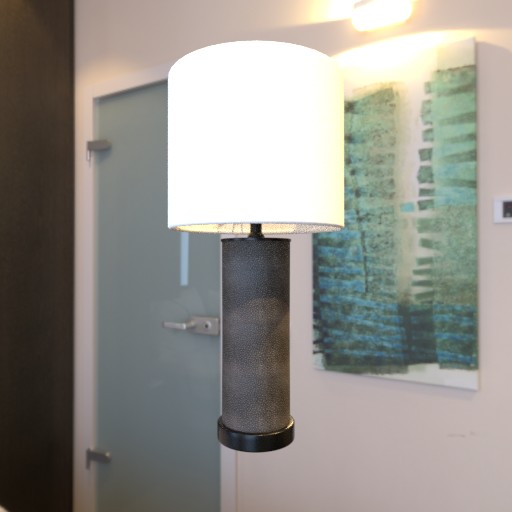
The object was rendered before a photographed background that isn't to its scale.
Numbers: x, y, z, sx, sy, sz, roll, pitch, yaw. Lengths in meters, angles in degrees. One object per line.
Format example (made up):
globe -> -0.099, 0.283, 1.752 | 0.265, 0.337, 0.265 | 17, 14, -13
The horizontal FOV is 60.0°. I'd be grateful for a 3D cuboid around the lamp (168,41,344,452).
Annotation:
lamp -> 0.000, 0.000, 0.782 | 0.305, 0.634, 0.305 | 0, 0, 0
